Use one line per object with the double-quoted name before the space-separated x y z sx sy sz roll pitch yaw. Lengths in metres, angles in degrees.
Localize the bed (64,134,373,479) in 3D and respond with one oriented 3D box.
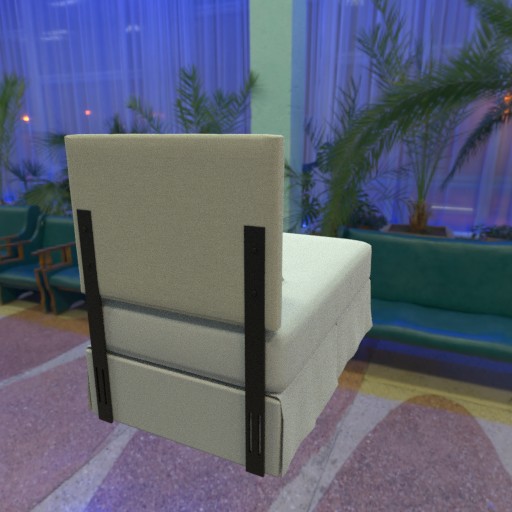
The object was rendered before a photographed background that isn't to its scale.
"bed" 0.000 0.000 2.965 1.261 1.571 1.997 7 17 25
